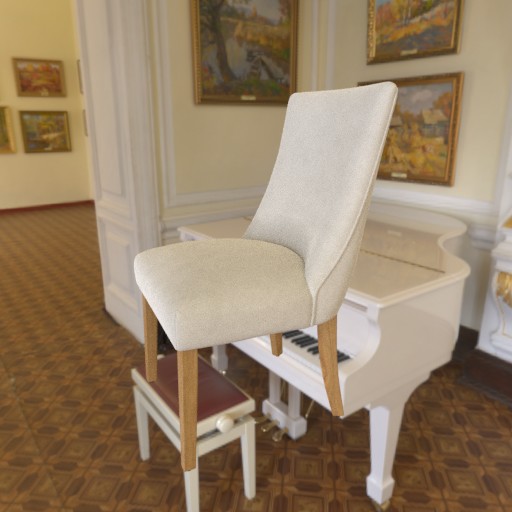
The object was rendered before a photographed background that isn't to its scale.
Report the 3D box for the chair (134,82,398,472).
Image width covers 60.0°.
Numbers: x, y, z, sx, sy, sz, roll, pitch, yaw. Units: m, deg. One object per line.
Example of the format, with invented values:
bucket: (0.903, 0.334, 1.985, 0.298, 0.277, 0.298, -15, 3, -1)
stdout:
chair: (0.000, 0.000, 1.246, 0.610, 0.902, 0.495, -7, 18, -24)
